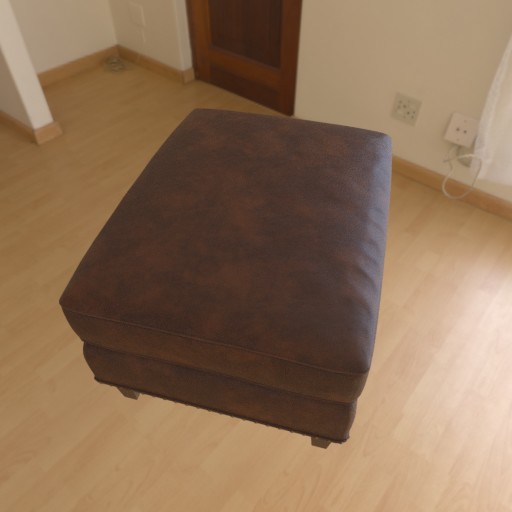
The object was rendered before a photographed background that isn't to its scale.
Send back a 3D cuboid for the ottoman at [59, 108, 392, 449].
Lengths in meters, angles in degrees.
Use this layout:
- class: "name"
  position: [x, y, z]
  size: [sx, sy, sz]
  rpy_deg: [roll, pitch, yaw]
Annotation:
- class: "ottoman"
  position: [0.000, 0.000, 1.121]
  size: [0.586, 0.486, 0.742]
  rpy_deg: [11, 48, 10]
